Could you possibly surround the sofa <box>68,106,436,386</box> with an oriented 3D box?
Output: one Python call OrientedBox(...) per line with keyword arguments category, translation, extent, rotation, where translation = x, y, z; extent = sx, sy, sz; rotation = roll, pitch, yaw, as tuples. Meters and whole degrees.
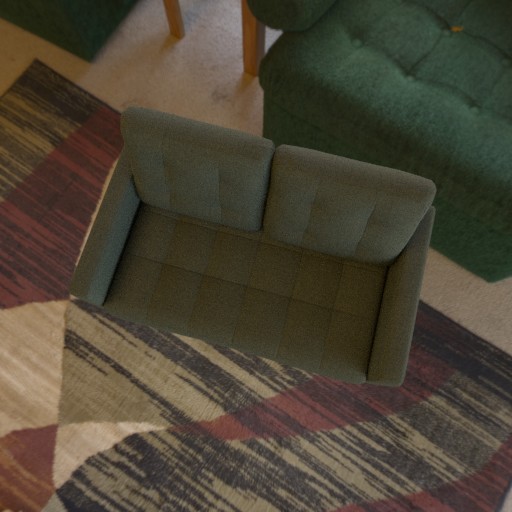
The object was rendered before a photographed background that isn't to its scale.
OrientedBox(category="sofa", translation=(0.000, 0.000, 1.975), extent=(1.407, 0.907, 0.842), rotation=(15, 76, 4))
